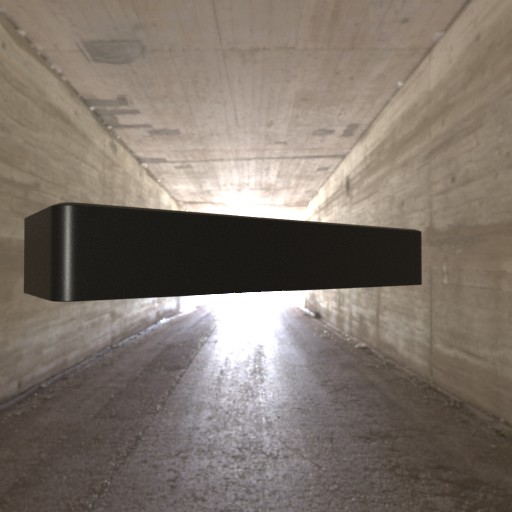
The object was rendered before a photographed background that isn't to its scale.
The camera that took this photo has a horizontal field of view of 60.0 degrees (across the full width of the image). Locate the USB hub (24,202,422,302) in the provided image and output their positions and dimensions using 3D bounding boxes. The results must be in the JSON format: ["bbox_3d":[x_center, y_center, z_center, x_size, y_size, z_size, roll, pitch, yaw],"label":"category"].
[{"bbox_3d":[0.000,0.000,0.160,0.145,0.023,0.044,1,-1,-37],"label":"USB hub"}]
